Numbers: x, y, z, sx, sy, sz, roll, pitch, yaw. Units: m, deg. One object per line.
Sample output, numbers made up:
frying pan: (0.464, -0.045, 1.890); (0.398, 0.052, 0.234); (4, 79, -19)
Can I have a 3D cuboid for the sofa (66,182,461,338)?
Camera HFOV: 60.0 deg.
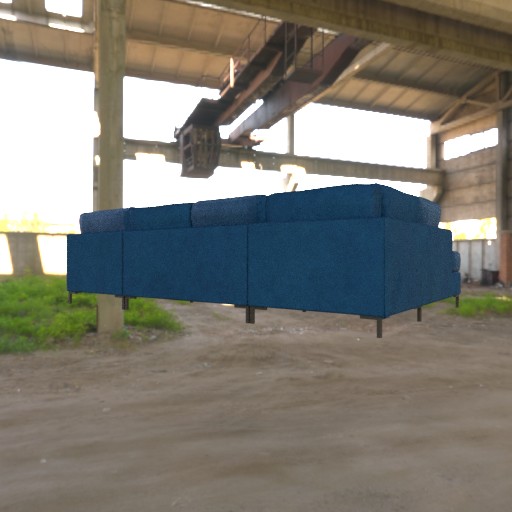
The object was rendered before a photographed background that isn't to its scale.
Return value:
sofa: (0.000, 0.000, 4.451); (3.434, 0.992, 2.055); (0, 0, 36)
